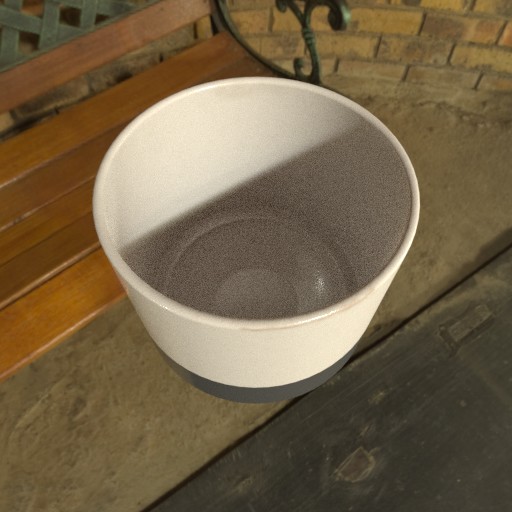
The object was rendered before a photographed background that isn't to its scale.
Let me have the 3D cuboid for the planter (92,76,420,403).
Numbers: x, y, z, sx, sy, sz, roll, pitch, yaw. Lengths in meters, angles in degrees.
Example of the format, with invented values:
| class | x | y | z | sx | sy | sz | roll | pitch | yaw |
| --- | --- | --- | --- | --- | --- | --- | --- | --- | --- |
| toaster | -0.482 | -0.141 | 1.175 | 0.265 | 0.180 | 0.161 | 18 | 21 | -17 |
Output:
| class | x | y | z | sx | sy | sz | roll | pitch | yaw |
| --- | --- | --- | --- | --- | --- | --- | --- | --- | --- |
| planter | 0.000 | 0.000 | 0.339 | 0.193 | 0.177 | 0.193 | 0 | 58 | 0 |
